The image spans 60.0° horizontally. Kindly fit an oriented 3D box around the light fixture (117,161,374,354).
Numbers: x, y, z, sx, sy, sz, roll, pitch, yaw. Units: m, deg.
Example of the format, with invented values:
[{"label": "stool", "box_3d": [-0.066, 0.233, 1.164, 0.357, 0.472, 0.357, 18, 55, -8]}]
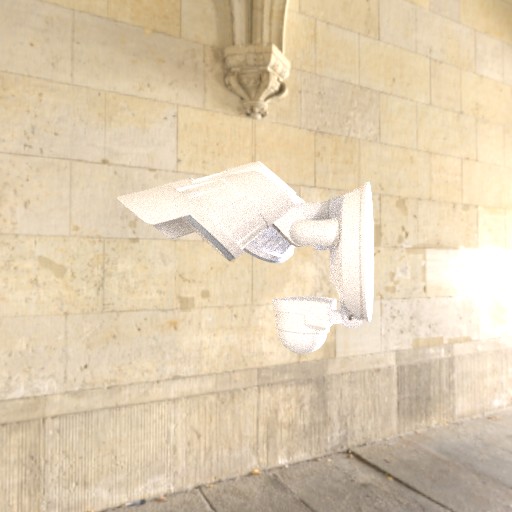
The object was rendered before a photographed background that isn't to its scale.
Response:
[{"label": "light fixture", "box_3d": [0.000, 0.000, 0.558, 0.278, 0.237, 0.369, 0, -2, 18]}]
